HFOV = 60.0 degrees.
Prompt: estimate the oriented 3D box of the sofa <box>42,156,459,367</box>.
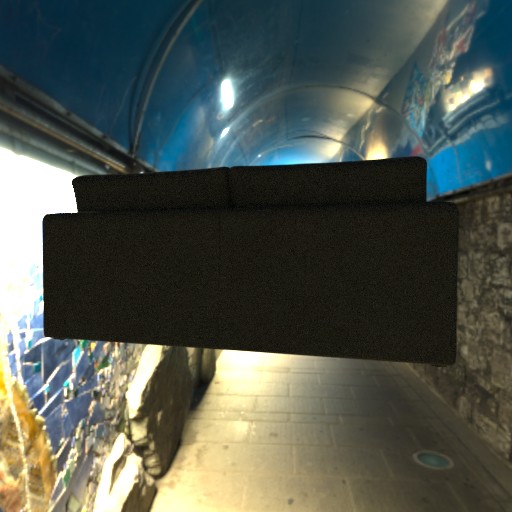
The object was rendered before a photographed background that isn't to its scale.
[{"bbox_3d":[0.000,0.000,2.432,1.909,0.845,1.091,0,1,17],"label":"sofa"}]
